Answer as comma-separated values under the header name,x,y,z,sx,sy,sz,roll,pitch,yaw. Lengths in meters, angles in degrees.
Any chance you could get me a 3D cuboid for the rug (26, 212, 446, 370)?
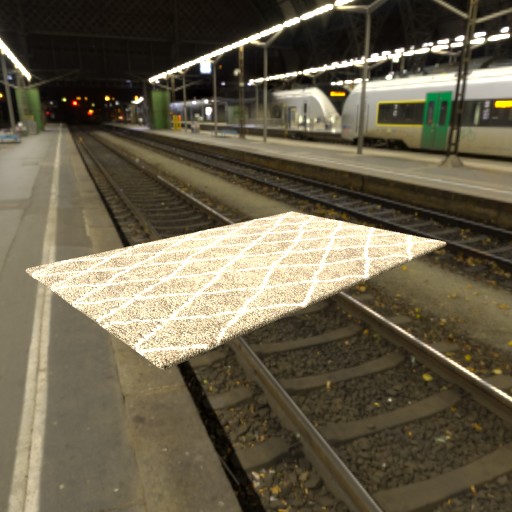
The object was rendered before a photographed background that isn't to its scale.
name,x,y,z,sx,sy,sz,roll,pitch,yaw
rug,0.000,0.000,2.979,2.438,0.030,1.524,-16,24,-41
